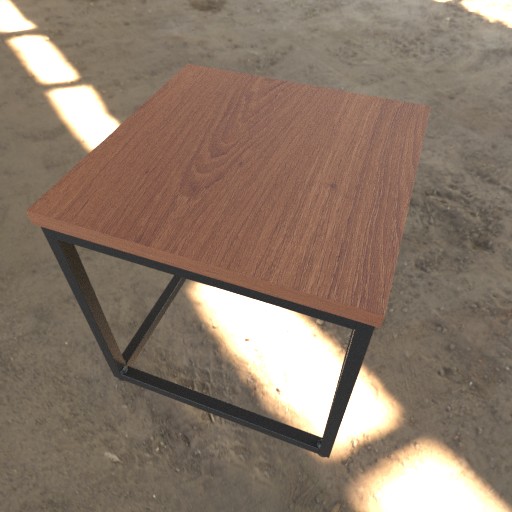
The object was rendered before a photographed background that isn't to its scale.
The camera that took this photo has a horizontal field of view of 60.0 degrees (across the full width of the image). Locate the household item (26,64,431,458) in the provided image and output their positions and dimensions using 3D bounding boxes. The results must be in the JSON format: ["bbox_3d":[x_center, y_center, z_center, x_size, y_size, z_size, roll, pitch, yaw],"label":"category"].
[{"bbox_3d":[0.000,0.000,0.721,0.400,0.400,0.400,16,49,14],"label":"household item"}]
